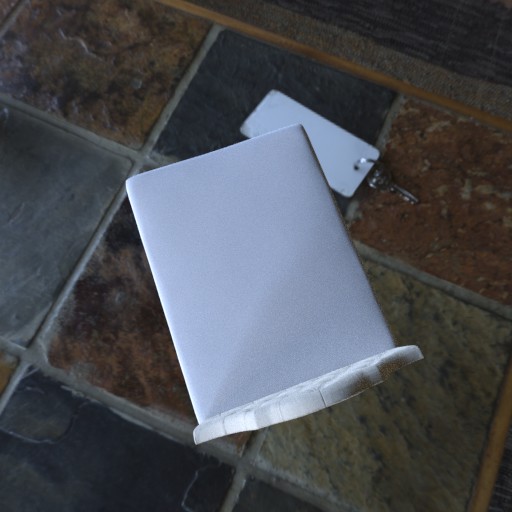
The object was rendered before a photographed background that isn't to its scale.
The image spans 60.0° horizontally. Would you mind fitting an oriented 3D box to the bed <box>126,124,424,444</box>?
[{"bbox_3d":[0.000,0.000,3.219,1.627,1.575,2.092,-19,76,-5],"label":"bed"}]
